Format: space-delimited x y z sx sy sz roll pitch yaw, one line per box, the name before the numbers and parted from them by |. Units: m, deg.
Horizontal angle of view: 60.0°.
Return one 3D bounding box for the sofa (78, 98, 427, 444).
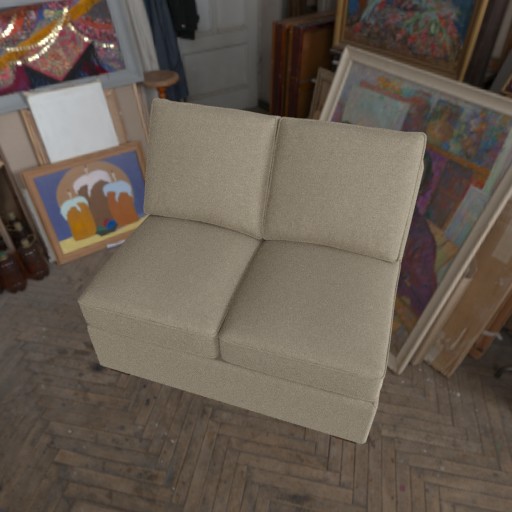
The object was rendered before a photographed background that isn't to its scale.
sofa | 0.000 0.000 1.934 1.237 1.008 0.951 12 42 14
